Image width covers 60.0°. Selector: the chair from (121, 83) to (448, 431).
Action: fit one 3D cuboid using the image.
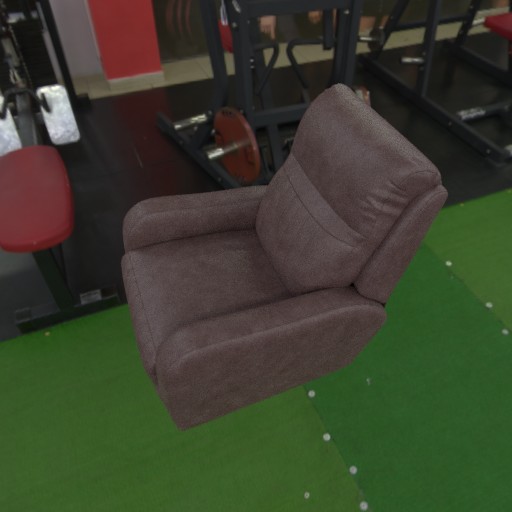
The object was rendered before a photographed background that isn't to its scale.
[{"bbox_3d":[0.000,0.000,1.792,1.067,1.067,0.865,-15,48,-14],"label":"chair"}]
